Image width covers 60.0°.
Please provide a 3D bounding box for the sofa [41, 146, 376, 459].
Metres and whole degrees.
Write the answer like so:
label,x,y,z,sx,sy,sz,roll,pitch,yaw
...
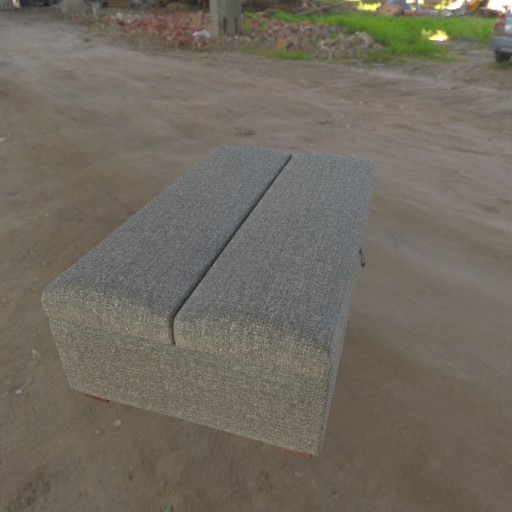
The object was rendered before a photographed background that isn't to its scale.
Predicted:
label,x,y,z,sx,sy,sz,roll,pitch,yaw
sofa,0.000,0.000,1.580,0.782,0.417,1.198,9,33,15
